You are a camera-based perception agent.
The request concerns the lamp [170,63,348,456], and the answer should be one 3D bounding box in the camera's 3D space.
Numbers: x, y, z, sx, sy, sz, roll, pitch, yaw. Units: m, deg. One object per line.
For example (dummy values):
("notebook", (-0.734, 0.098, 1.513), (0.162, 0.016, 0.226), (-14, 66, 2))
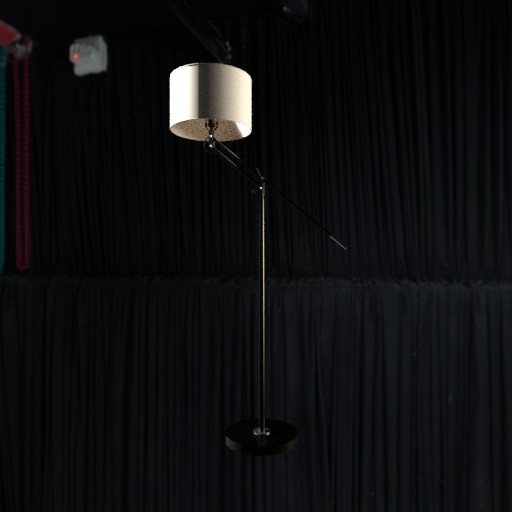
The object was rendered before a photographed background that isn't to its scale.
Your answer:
("lamp", (0.000, 0.000, 1.982), (0.809, 1.635, 0.373), (0, 0, 18))
